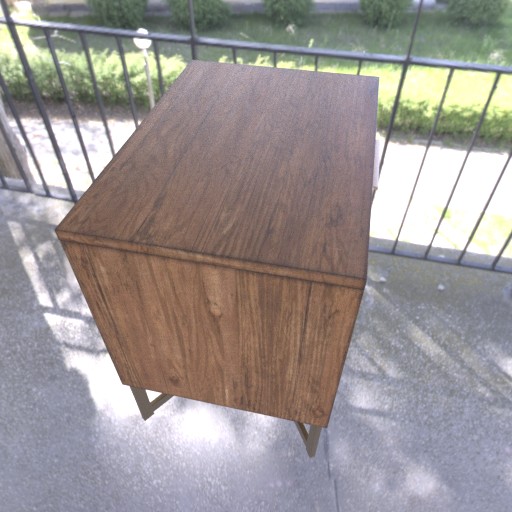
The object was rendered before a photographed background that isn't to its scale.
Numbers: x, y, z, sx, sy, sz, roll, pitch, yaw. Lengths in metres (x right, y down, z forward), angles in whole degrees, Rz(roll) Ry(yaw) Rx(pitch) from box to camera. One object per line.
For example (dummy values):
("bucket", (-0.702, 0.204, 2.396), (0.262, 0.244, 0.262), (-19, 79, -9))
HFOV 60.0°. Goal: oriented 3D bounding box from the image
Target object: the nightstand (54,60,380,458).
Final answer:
("nightstand", (0.000, 0.000, 1.012), (0.446, 0.610, 0.610), (9, 46, 9))
